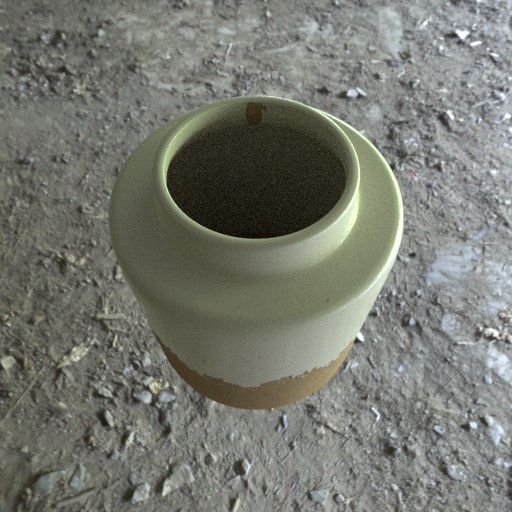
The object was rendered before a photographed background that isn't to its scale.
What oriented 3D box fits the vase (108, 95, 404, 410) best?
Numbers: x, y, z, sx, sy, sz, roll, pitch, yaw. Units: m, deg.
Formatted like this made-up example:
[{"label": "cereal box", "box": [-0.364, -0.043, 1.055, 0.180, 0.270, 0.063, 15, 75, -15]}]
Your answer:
[{"label": "vase", "box": [0.000, 0.000, 0.279, 0.153, 0.167, 0.153, 0, 58, 0]}]
